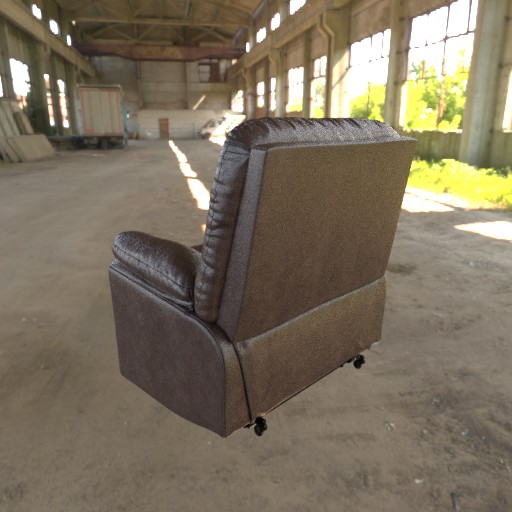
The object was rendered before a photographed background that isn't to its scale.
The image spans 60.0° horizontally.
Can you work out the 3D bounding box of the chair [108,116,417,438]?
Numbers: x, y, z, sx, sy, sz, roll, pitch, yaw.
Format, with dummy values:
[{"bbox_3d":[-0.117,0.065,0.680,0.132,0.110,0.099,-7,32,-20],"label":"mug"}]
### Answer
[{"bbox_3d":[0.000,0.000,1.745,0.940,1.041,0.879,-16,23,-42],"label":"chair"}]
